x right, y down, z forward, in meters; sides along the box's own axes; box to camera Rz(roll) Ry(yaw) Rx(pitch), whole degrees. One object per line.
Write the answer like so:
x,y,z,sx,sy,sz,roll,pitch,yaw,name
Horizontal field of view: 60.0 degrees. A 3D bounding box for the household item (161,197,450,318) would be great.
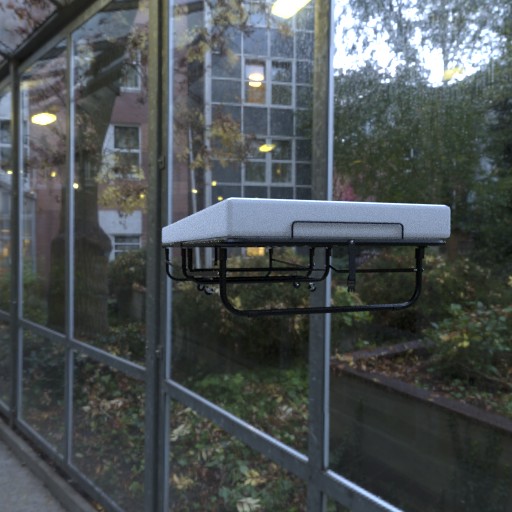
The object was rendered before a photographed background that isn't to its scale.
0.000,0.000,2.209,0.787,0.356,1.905,0,1,-17,household item
